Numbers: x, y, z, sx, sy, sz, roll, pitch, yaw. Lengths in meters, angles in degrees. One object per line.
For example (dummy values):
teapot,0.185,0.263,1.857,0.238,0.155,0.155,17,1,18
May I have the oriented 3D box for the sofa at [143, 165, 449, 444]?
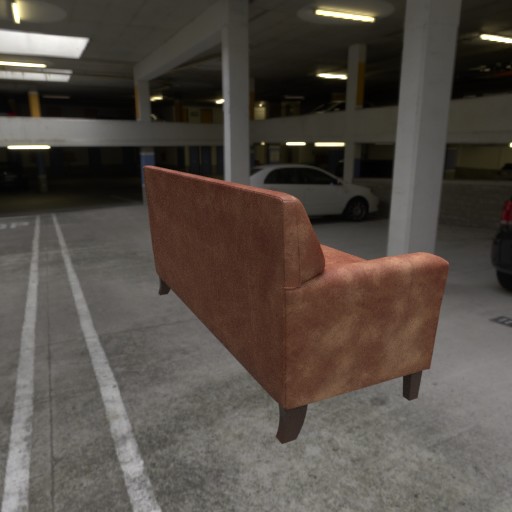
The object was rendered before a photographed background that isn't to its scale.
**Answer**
sofa,0.000,0.000,2.542,0.805,0.947,2.053,-7,16,-25
